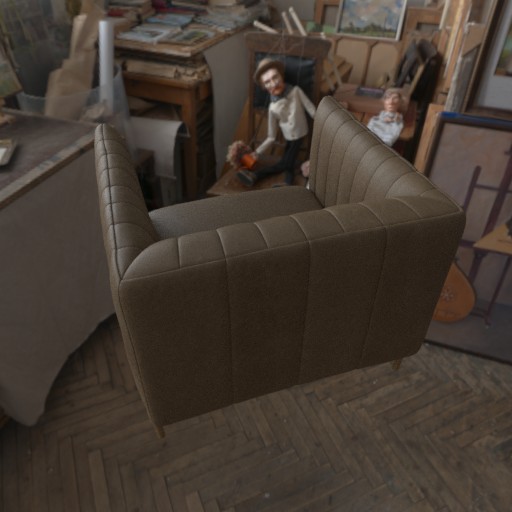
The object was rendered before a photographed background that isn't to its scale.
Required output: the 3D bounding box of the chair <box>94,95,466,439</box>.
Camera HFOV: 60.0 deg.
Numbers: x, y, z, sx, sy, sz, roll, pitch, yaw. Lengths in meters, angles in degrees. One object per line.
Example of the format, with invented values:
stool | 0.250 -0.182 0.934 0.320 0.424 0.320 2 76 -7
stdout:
chair | 0.000 0.000 1.592 0.981 0.779 0.876 -12 42 -13
